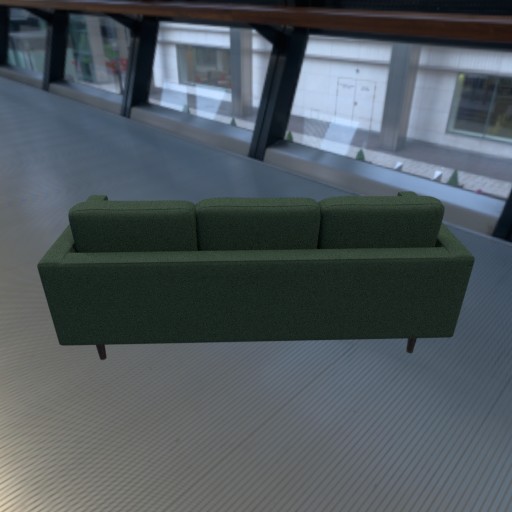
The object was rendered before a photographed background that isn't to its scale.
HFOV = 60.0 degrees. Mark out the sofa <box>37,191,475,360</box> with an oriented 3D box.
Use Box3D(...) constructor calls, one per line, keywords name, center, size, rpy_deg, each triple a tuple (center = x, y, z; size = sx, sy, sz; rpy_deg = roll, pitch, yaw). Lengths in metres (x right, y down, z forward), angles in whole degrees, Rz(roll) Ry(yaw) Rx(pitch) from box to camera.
Box3D(name="sofa", center=(0.000, 0.000, 2.533), size=(2.029, 0.899, 0.879), rpy_deg=(-1, 30, -2))
